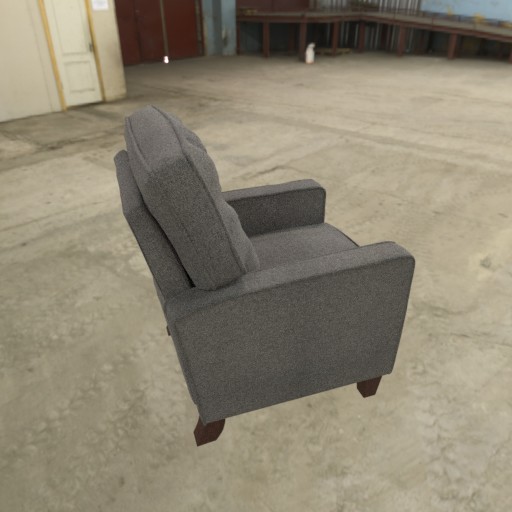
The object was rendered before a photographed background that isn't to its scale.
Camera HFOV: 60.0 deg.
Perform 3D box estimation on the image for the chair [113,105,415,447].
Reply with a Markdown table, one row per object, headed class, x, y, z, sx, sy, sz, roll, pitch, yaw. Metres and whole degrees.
| class | x | y | z | sx | sy | sz | roll | pitch | yaw |
| --- | --- | --- | --- | --- | --- | --- | --- | --- | --- |
| chair | 0.000 | 0.000 | 1.427 | 0.775 | 0.889 | 0.650 | -10 | 31 | -16 |
